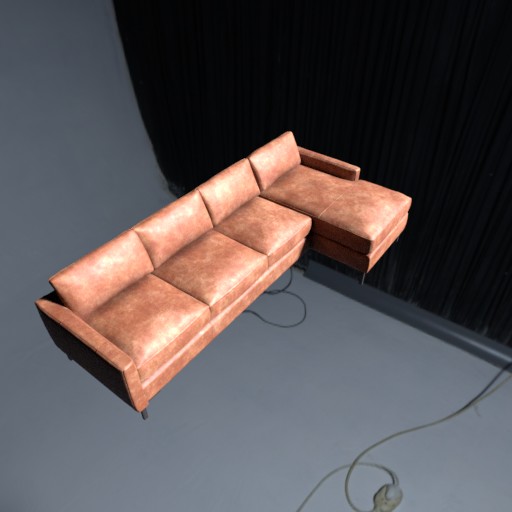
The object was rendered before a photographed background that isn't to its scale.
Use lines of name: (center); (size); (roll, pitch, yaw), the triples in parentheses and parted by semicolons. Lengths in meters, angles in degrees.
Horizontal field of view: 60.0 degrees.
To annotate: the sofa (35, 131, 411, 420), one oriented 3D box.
sofa: (0.000, 0.000, 3.644); (1.471, 0.859, 2.993); (26, 47, 27)
